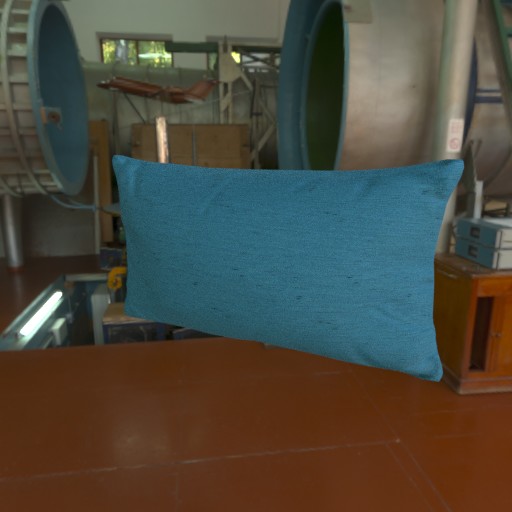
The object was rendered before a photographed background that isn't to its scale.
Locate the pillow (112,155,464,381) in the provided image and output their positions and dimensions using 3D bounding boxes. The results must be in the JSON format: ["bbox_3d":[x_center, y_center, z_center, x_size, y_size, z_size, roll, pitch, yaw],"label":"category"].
[{"bbox_3d":[0.000,0.000,0.773,0.633,0.338,0.210,7,16,25],"label":"pillow"}]
